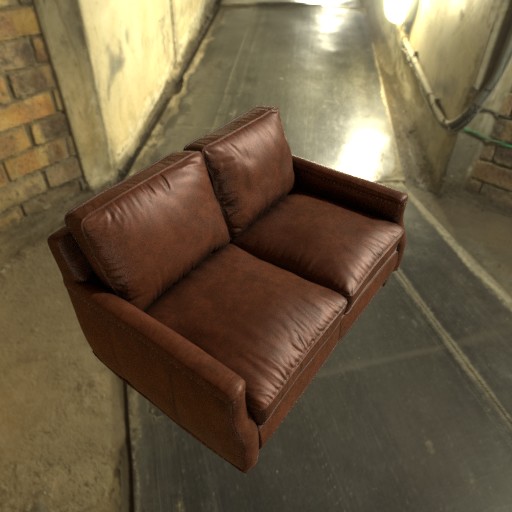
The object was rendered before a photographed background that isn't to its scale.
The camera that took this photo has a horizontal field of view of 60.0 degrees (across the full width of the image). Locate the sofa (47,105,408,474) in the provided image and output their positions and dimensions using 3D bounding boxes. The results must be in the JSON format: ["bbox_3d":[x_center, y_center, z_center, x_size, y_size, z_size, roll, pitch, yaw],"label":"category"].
[{"bbox_3d":[0.000,0.000,2.283,1.083,1.003,1.628,26,48,26],"label":"sofa"}]
